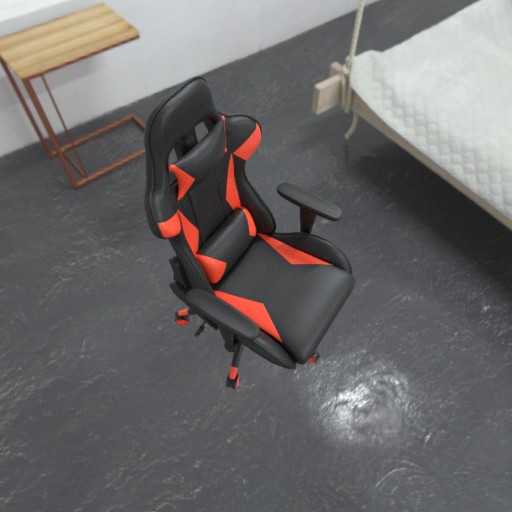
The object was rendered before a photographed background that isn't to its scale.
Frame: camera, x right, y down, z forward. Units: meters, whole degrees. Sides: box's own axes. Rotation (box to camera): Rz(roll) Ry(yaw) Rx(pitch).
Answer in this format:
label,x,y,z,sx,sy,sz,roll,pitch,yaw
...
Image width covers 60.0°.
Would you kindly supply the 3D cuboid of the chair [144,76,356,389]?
label,x,y,z,sx,sy,sz,roll,pitch,yaw
chair,0.000,0.000,1.718,0.730,1.282,0.695,29,62,17
